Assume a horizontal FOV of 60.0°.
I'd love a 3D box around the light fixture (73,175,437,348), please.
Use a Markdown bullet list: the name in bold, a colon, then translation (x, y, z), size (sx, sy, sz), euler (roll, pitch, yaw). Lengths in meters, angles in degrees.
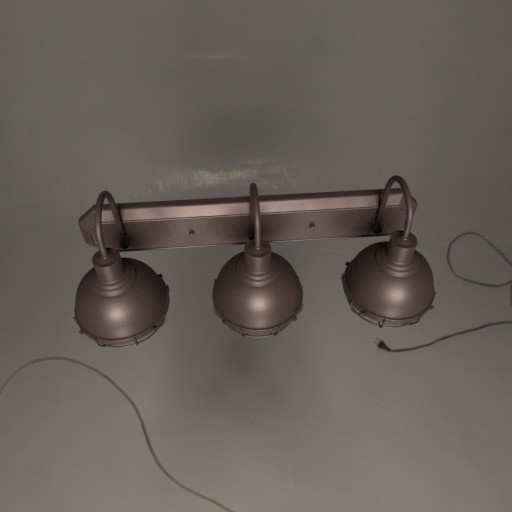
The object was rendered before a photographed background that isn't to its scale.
- **light fixture**: translation (0.000, 0.000, 0.765), size (0.634, 0.254, 0.229), euler (-4, 48, -3)
